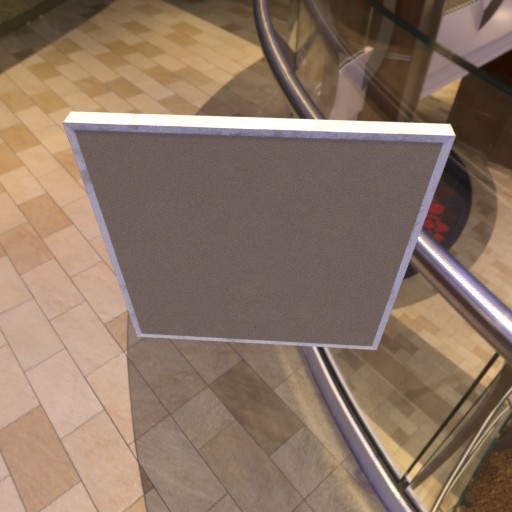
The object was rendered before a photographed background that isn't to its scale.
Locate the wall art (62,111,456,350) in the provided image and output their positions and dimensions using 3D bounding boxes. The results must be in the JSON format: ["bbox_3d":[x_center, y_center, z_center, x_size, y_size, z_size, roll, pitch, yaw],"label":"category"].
[{"bbox_3d":[0.000,0.000,0.764,0.508,0.506,0.029,3,47,3],"label":"wall art"}]
